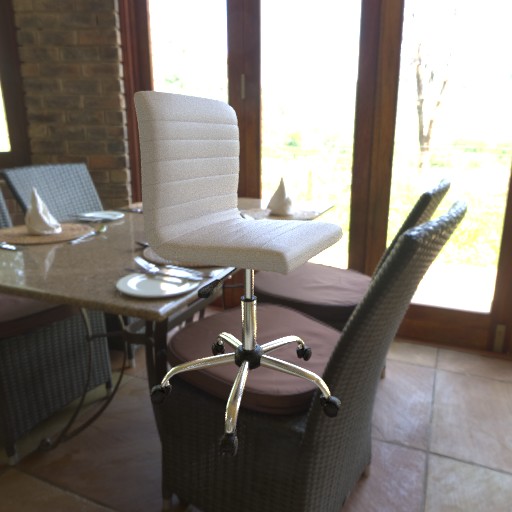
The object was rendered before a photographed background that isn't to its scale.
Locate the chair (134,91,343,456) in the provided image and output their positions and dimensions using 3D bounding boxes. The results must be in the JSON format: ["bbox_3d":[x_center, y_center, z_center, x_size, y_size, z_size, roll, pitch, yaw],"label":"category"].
[{"bbox_3d":[0.000,0.000,1.078,0.455,0.750,0.520,7,16,26],"label":"chair"}]
